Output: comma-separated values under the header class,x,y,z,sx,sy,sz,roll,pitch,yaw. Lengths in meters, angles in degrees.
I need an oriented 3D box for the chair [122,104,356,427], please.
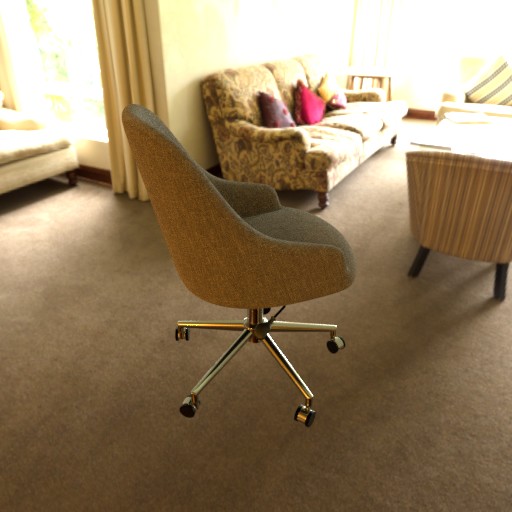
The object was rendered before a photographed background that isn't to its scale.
class,x,y,z,sx,sy,sz,roll,pitch,yaw
chair,0.000,0.000,1.444,0.712,0.950,0.671,-10,31,-17
